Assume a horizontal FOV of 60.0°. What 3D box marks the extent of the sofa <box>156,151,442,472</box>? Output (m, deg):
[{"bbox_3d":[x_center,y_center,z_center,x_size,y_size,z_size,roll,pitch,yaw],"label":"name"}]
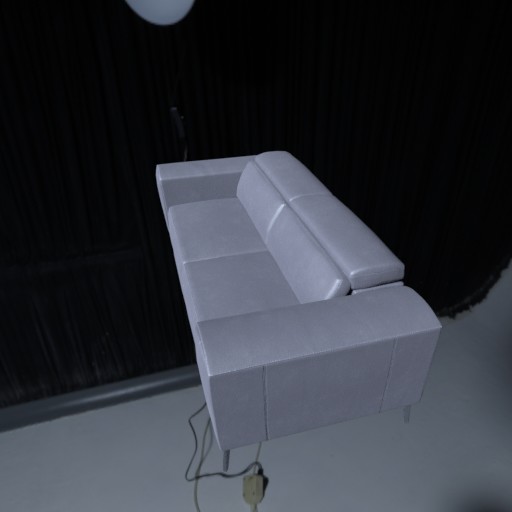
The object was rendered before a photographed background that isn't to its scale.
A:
[{"bbox_3d":[0.000,0.000,2.845,1.048,0.814,2.330,-8,33,-13],"label":"sofa"}]
